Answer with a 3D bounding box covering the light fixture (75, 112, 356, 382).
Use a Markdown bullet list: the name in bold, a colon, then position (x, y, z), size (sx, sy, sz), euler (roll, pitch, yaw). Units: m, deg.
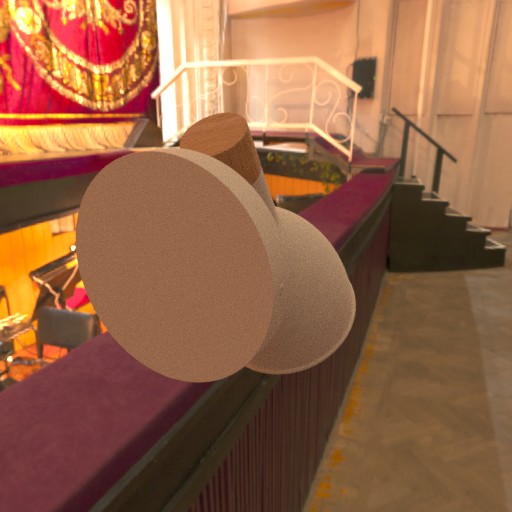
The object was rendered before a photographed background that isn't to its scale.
- **light fixture**: position (0.000, 0.000, 0.323), size (0.127, 0.199, 0.209), euler (9, 20, 26)
